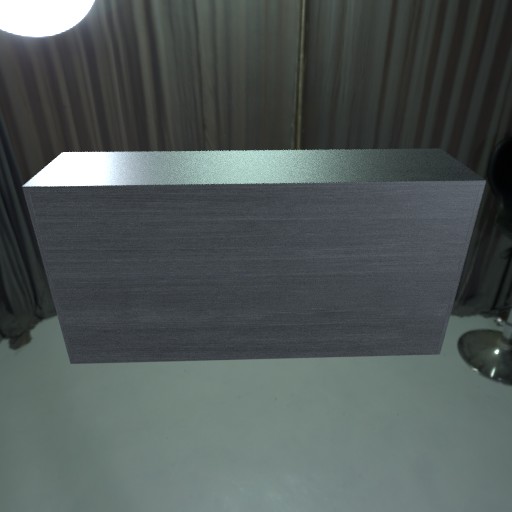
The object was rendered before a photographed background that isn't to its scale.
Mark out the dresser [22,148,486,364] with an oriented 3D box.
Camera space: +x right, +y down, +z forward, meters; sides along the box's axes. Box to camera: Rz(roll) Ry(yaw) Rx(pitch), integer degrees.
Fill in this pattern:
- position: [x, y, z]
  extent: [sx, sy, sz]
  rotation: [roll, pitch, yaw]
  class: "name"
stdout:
- position: [0.000, 0.000, 1.886]
  extent: [1.590, 0.795, 0.400]
  rotation: [-1, 29, -2]
  class: "dresser"
